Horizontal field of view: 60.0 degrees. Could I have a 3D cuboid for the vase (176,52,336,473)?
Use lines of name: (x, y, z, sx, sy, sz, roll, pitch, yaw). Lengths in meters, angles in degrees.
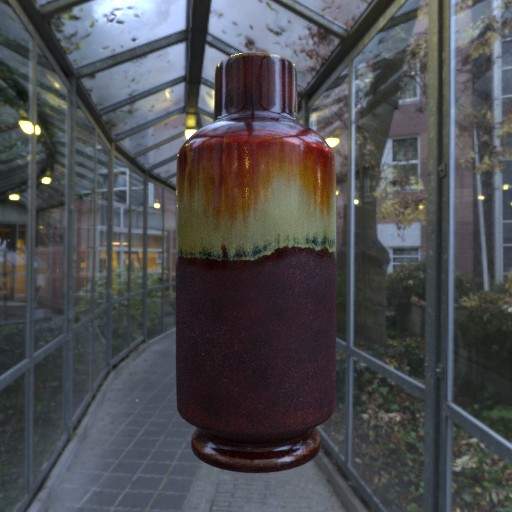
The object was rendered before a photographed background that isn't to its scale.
vase: (0.000, 0.000, 0.311, 0.111, 0.261, 0.111, 0, -1, 0)
